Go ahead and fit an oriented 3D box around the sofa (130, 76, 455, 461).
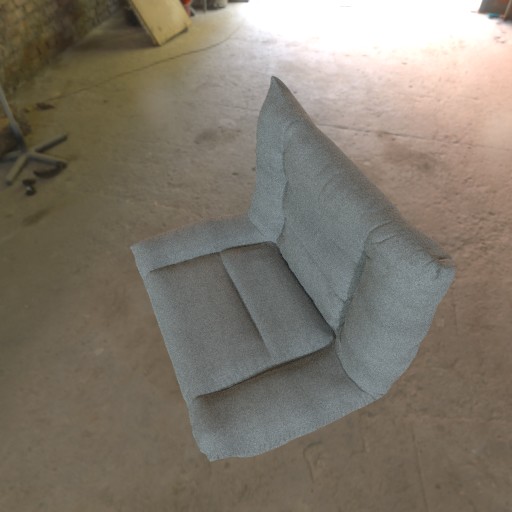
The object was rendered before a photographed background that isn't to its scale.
[{"bbox_3d":[0.000,0.000,1.683,0.847,0.795,1.144,-18,49,-16],"label":"sofa"}]
